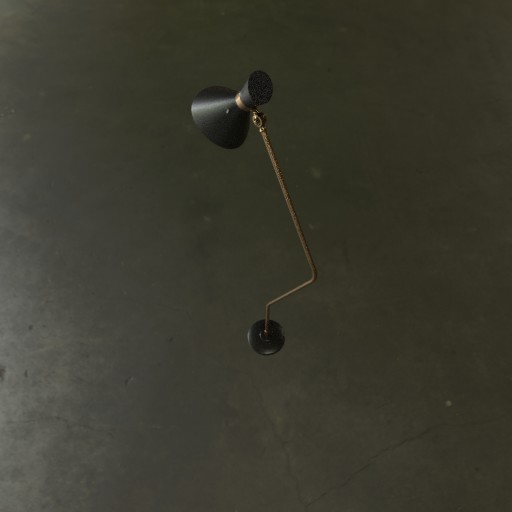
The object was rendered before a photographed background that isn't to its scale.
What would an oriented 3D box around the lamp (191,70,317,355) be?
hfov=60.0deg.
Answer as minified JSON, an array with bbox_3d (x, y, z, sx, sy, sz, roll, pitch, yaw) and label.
[{"bbox_3d":[0.000,0.000,1.630,0.277,1.438,0.467,-14,58,-9],"label":"lamp"}]
